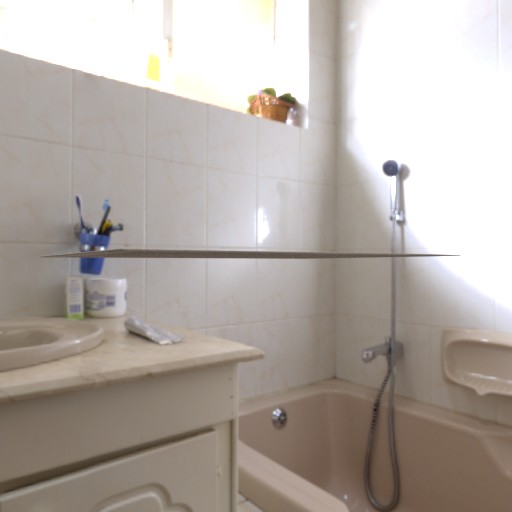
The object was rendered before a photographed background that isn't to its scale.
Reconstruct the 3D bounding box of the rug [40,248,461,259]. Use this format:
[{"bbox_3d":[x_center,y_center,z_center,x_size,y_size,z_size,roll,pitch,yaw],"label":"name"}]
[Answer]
[{"bbox_3d":[0.000,0.000,2.195,1.749,0.015,1.141,1,-1,-36],"label":"rug"}]
